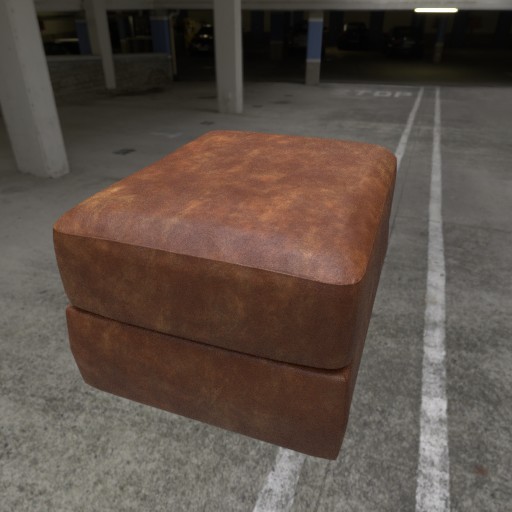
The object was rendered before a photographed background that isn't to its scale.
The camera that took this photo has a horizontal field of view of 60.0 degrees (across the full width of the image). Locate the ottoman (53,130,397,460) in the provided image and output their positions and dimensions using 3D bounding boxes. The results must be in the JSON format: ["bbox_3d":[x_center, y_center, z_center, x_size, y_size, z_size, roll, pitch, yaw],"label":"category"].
[{"bbox_3d":[0.000,0.000,1.116,0.603,0.476,0.751,10,31,17],"label":"ottoman"}]
